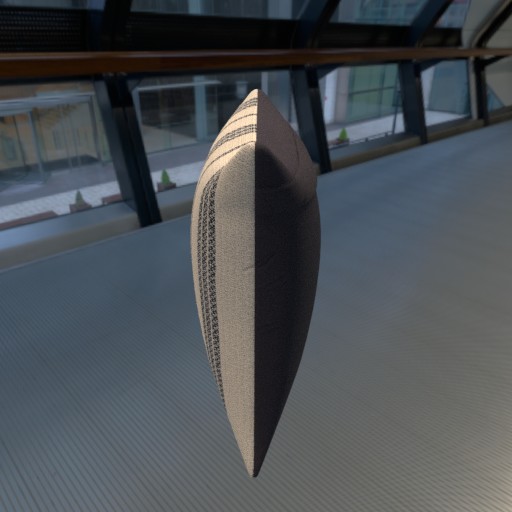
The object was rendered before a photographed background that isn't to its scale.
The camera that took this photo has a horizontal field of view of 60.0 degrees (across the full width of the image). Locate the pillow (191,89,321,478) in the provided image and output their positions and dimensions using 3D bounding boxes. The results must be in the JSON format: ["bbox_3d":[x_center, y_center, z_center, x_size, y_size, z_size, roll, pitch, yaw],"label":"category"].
[{"bbox_3d":[0.000,0.000,0.630,0.173,0.406,0.405,0,27,0],"label":"pillow"}]
